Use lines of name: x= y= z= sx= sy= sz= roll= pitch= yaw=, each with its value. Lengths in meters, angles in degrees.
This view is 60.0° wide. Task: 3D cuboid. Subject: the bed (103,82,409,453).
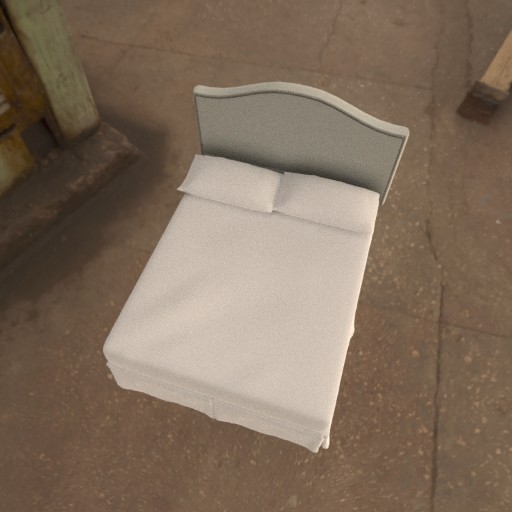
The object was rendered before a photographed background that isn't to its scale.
bed: x=0.000 y=0.000 z=3.425 sx=1.813 sy=1.607 sz=2.180 roll=15 pitch=58 yaw=10
